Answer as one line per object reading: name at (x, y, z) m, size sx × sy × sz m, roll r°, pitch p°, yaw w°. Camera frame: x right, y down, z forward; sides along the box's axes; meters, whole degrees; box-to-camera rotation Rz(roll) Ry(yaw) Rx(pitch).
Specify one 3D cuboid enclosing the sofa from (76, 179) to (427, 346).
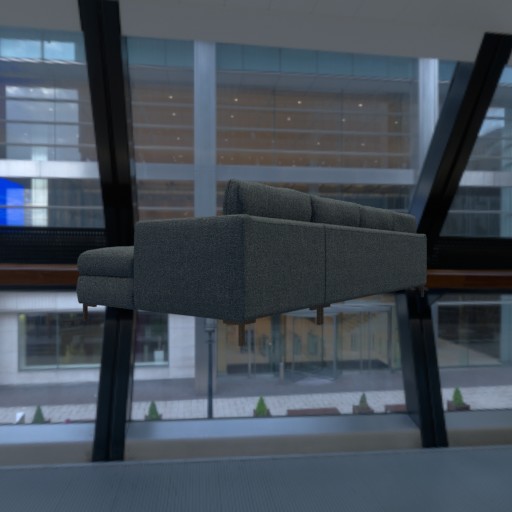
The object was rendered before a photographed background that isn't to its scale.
sofa at (0.000, 0.000, 3.510) m, size 1.879 × 0.753 × 2.737 m, roll 0°, pitch 1°, yaw 37°
